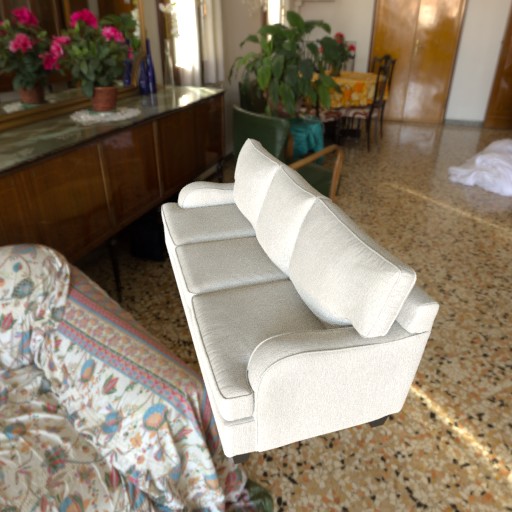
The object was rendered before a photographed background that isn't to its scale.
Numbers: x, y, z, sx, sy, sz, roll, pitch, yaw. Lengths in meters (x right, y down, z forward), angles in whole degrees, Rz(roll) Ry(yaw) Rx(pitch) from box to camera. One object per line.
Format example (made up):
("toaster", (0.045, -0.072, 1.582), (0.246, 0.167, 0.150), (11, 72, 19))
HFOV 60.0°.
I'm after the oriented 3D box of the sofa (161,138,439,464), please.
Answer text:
("sofa", (0.000, 0.000, 2.912), (1.016, 0.991, 2.323), (-8, 29, -15))
